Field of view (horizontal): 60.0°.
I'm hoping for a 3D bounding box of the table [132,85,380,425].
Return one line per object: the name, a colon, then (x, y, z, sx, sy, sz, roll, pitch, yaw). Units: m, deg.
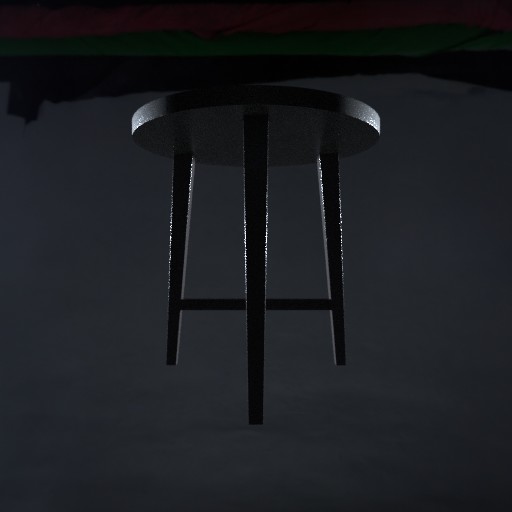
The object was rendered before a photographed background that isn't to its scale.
table: (0.000, 0.000, 0.932, 0.500, 0.531, 0.500, 0, 1, 0)
